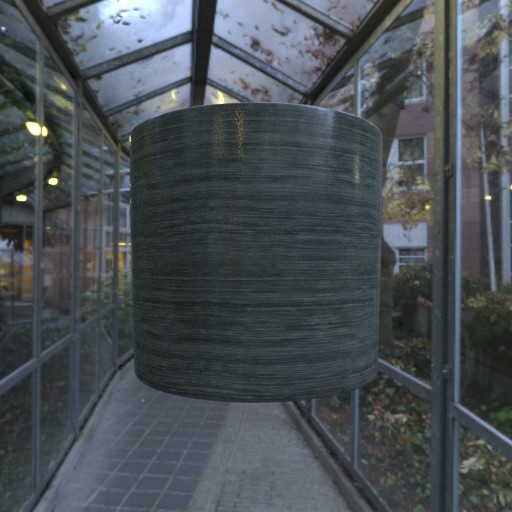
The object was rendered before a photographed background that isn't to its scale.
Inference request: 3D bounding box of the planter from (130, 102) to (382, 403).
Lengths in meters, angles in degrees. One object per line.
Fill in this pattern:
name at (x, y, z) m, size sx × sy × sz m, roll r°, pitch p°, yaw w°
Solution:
planter at (0.000, 0.000, 0.402) m, size 0.221 × 0.201 × 0.221 m, roll 0°, pitch -1°, yaw 0°
